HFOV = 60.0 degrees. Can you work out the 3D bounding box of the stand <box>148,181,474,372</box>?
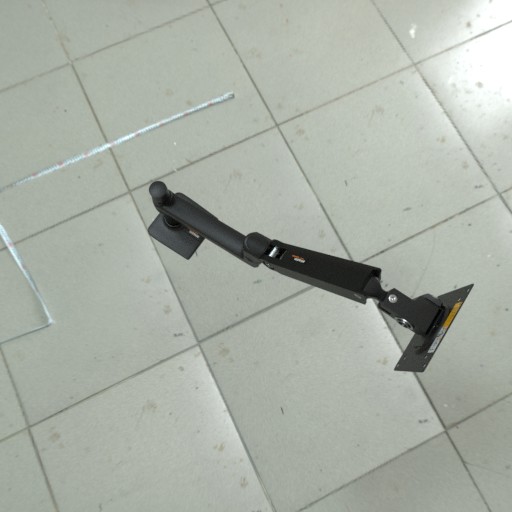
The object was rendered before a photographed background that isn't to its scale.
[{"bbox_3d":[0.000,0.000,0.998,0.650,0.713,0.152,34,79,8],"label":"stand"}]
